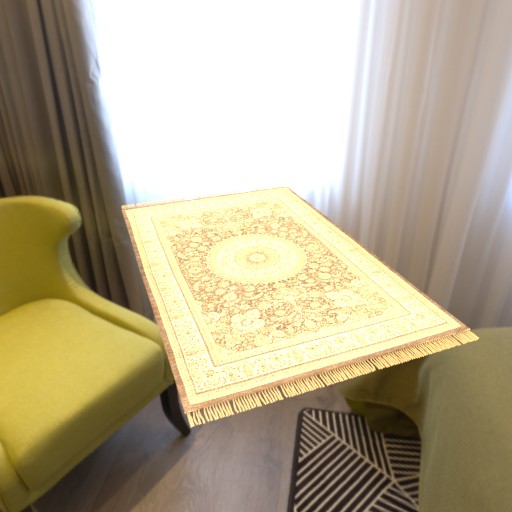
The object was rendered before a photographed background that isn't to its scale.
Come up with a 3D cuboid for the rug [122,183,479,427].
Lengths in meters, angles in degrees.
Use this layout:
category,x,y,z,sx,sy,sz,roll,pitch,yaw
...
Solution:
category,x,y,z,sx,sy,sz,roll,pitch,yaw
rug,0.000,0.000,4.222,2.143,0.015,3.422,-11,31,-18
